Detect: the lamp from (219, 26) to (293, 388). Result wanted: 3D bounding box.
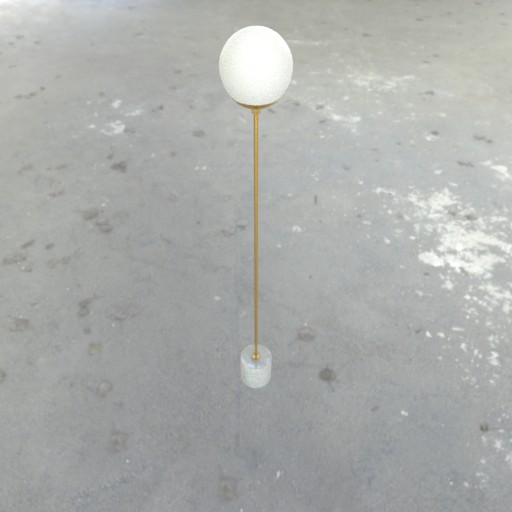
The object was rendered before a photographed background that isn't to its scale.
[{"bbox_3d":[0.000,0.000,1.850,0.224,1.753,0.224,-1,42,-1],"label":"lamp"}]
